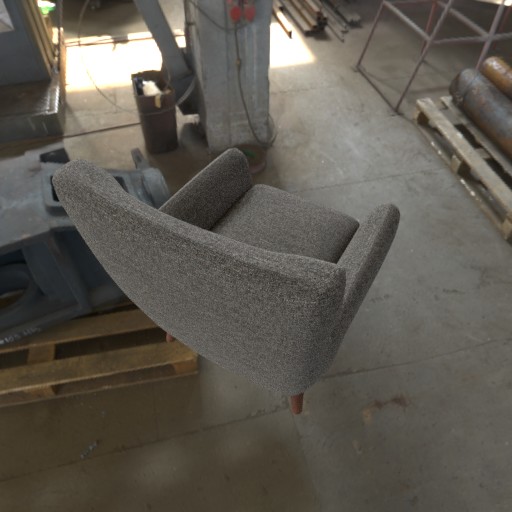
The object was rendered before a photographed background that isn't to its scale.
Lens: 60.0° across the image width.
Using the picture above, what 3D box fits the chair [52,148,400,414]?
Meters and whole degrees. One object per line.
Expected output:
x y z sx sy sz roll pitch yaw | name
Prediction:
0.000 0.000 1.712 0.889 1.039 0.940 24 52 20 | chair
